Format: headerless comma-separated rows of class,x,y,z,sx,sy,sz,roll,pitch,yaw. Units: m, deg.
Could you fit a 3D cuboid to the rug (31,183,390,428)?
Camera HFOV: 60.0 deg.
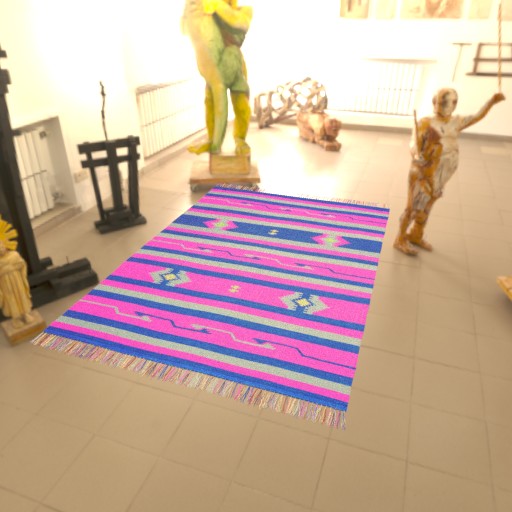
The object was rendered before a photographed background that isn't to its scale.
rug,0.000,0.000,2.884,1.539,0.013,2.350,10,31,17
